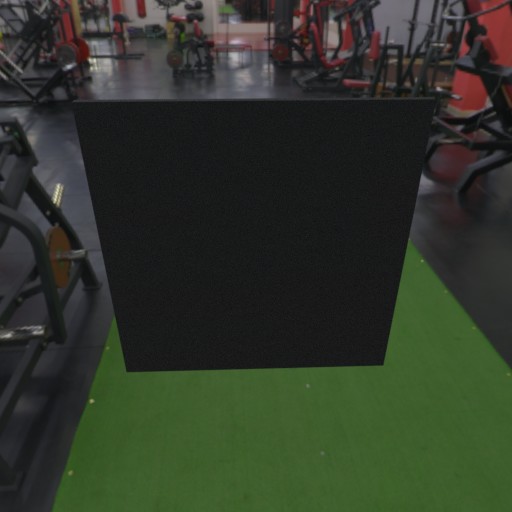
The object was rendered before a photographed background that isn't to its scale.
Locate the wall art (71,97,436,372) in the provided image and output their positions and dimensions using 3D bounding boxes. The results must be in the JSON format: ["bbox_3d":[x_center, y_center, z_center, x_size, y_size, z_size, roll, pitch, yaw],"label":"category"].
[{"bbox_3d":[0.000,0.000,0.675,0.456,0.458,0.013,-1,31,-2],"label":"wall art"}]
